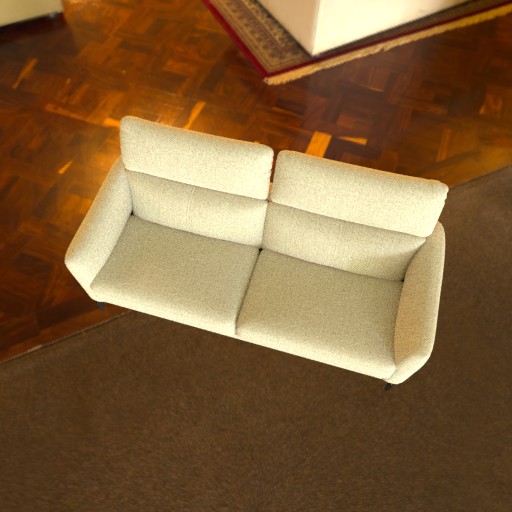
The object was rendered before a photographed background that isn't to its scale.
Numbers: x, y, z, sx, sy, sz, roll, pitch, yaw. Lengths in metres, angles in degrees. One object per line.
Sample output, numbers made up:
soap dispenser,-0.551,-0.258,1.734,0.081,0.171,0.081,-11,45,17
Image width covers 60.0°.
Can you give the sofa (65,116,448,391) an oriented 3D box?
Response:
sofa,0.000,0.000,2.536,2.015,0.956,0.856,14,60,8
